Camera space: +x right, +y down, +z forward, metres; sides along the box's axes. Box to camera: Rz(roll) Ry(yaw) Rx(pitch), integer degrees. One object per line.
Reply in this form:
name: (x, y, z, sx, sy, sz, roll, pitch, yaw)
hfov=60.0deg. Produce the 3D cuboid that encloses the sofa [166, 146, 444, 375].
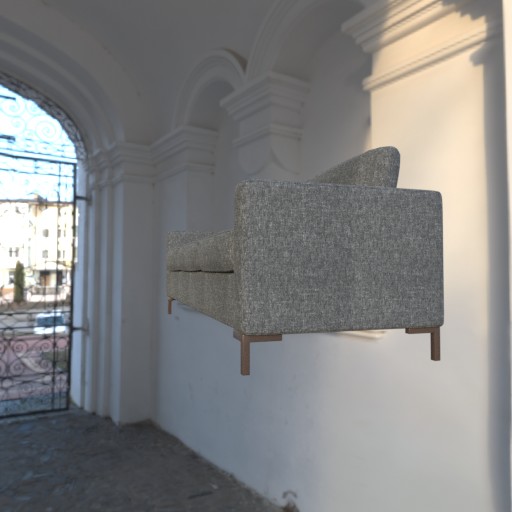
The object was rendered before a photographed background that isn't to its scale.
sofa: (0.000, 0.000, 2.660, 0.859, 0.874, 2.218, 1, -2, -18)
